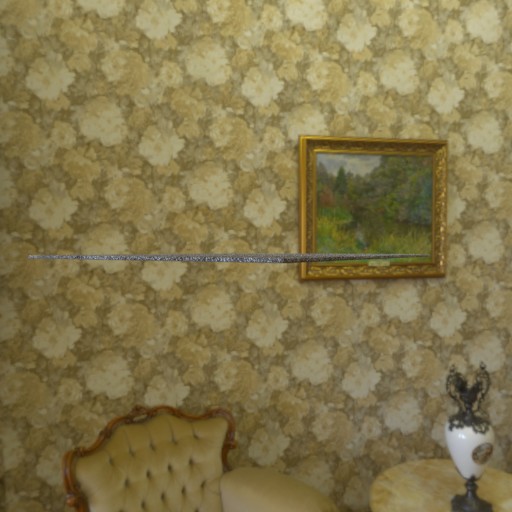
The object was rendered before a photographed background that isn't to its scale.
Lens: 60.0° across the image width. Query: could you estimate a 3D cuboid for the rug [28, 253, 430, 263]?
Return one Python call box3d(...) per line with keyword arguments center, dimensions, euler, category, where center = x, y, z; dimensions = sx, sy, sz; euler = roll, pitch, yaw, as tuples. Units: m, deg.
box3d(center=(0.000, 0.000, 4.115), dimensions=(2.401, 0.025, 3.000), euler=(0, 1, 34), category="rug")
